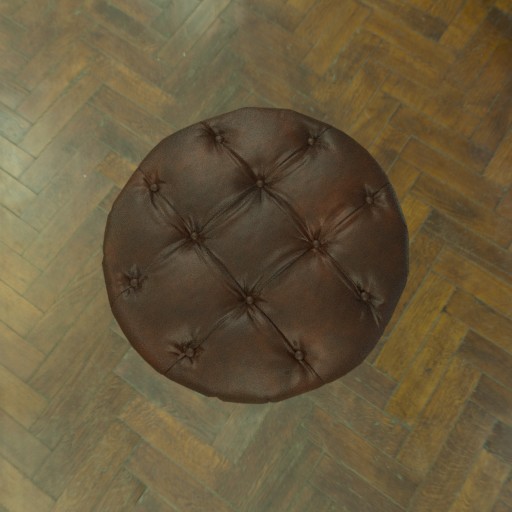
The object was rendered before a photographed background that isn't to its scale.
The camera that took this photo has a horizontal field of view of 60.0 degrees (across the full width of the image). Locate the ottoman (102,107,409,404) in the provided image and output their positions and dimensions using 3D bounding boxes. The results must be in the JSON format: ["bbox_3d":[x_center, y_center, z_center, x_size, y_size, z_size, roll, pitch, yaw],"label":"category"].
[{"bbox_3d":[0.000,0.000,1.423,0.901,0.455,0.901,0,75,0],"label":"ottoman"}]
